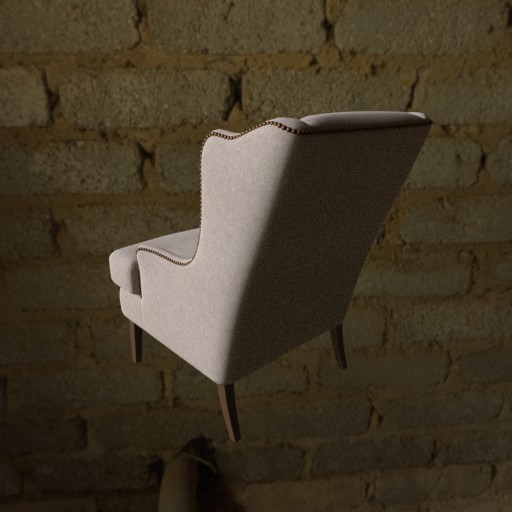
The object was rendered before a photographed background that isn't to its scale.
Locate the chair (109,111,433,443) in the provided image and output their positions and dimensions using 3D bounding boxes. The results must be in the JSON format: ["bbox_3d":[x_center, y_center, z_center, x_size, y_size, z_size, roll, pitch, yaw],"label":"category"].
[{"bbox_3d":[0.000,0.000,1.637,0.737,1.029,0.940,-18,26,-41],"label":"chair"}]
